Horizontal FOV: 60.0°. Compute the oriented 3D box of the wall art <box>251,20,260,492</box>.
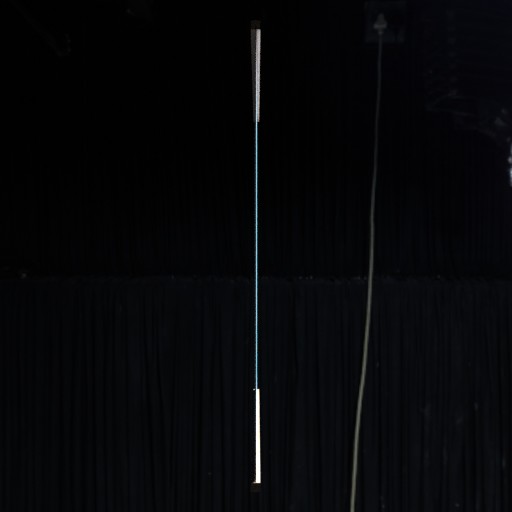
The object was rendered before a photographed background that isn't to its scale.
[{"bbox_3d":[0.000,0.000,1.923,0.030,1.519,0.990,0,0,0],"label":"wall art"}]
